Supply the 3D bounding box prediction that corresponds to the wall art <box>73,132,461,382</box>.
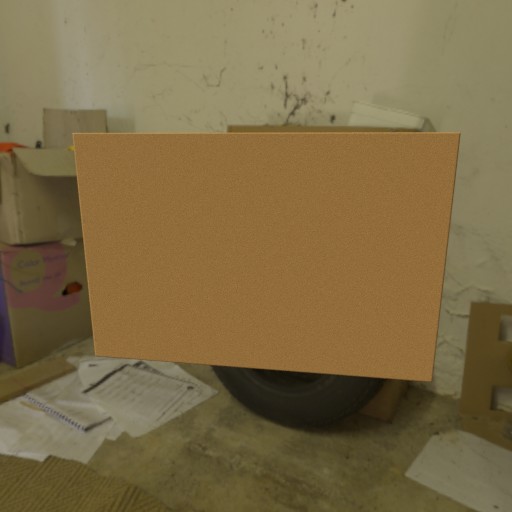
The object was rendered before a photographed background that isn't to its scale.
[{"bbox_3d":[0.000,0.000,0.761,0.609,0.407,0.039,2,15,8],"label":"wall art"}]
